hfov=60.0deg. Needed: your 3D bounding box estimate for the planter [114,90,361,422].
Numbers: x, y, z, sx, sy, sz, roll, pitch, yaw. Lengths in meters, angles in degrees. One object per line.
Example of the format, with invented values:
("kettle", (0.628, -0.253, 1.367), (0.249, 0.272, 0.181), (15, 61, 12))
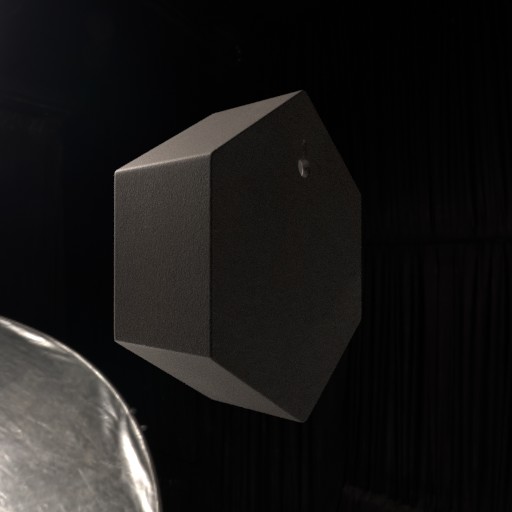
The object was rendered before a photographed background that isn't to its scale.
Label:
("planter", (0.000, 0.000, 0.298), (0.077, 0.206, 0.169), (0, 0, 37))
